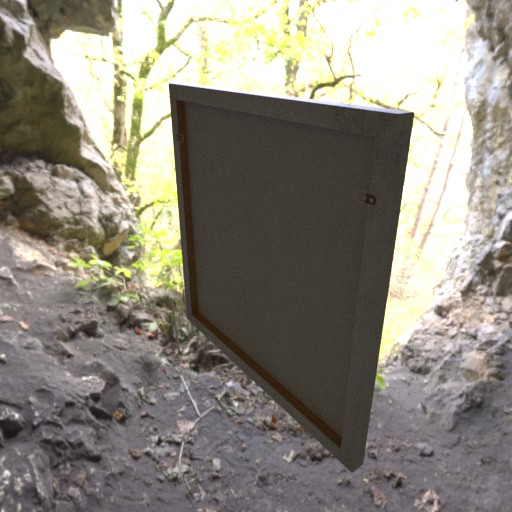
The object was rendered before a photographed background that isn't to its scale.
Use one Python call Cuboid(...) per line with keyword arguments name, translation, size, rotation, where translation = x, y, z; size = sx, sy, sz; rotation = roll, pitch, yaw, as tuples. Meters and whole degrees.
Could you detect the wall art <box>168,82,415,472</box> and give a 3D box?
Cuboid(name="wall art", translation=(0.000, 0.000, 1.102), size=(0.041, 0.762, 0.762), rotation=(-17, 30, -32))
